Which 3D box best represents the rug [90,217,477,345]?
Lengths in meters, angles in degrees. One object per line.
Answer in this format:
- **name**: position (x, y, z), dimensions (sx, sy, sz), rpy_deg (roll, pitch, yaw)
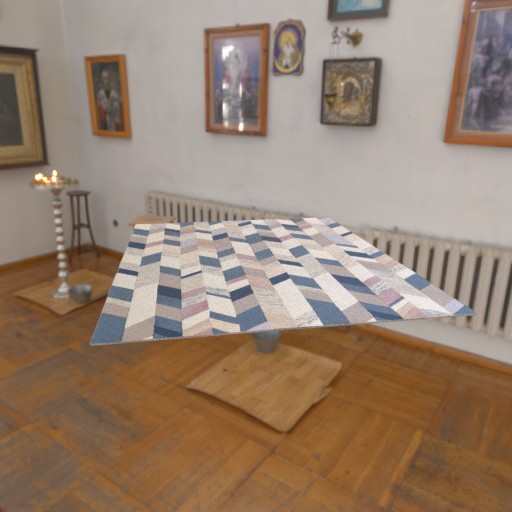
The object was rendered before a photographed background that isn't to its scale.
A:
- **rug**: position (0.000, 0.000, 4.138), dimensions (2.451, 0.011, 3.072), rpy_deg (-3, 17, -9)
